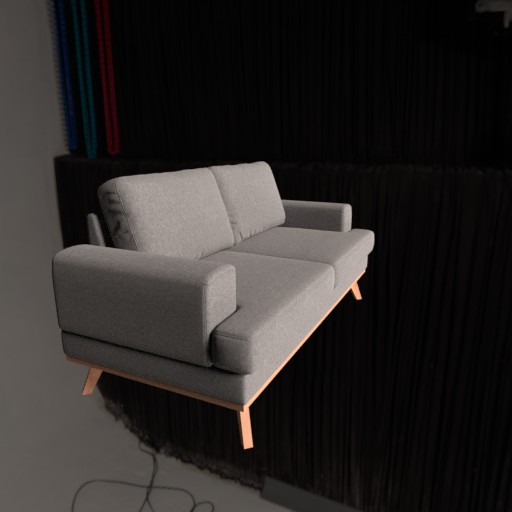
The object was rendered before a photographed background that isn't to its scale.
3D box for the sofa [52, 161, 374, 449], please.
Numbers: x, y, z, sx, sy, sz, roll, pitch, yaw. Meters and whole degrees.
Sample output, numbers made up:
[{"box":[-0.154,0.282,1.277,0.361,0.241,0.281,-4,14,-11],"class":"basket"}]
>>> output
[{"box":[0.000,0.000,2.084,0.785,0.810,1.650,7,16,25],"class":"sofa"}]
